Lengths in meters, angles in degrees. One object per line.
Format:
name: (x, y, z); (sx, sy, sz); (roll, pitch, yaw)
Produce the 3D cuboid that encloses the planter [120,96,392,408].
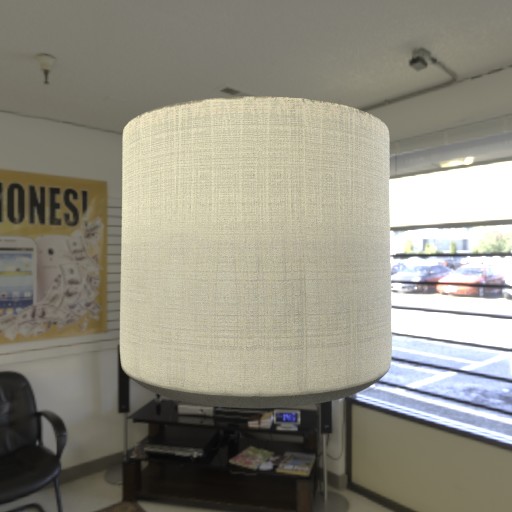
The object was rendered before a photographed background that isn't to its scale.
planter: (0.000, 0.000, 0.385); (0.226, 0.201, 0.226); (0, 0, 0)
